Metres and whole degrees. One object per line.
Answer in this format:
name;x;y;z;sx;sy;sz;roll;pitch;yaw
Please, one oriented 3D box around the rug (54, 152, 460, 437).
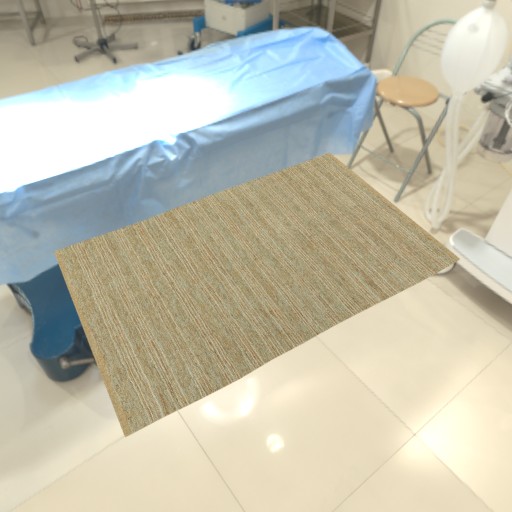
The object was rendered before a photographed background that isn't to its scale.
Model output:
rug;0.000;0.000;3.142;2.448;0.012;1.540;-23;51;-20
